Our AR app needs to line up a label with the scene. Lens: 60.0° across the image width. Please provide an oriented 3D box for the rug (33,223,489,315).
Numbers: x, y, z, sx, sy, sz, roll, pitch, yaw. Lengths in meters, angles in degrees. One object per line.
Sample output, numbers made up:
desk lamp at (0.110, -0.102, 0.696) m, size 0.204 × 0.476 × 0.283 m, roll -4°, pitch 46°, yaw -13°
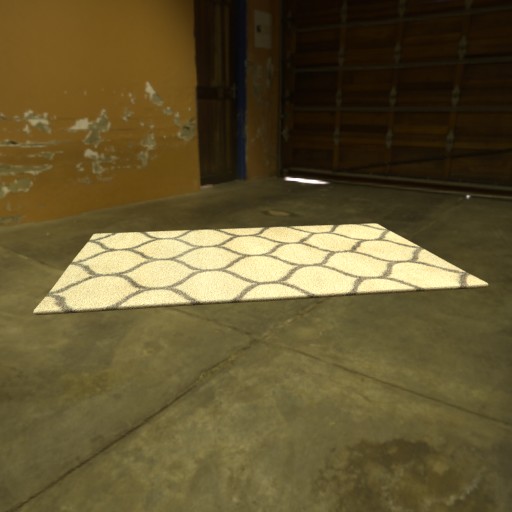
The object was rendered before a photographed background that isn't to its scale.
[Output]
rug at (0.000, 0.000, 2.950) m, size 2.348 × 0.024 × 1.501 m, roll -3°, pitch 17°, yaw -8°
